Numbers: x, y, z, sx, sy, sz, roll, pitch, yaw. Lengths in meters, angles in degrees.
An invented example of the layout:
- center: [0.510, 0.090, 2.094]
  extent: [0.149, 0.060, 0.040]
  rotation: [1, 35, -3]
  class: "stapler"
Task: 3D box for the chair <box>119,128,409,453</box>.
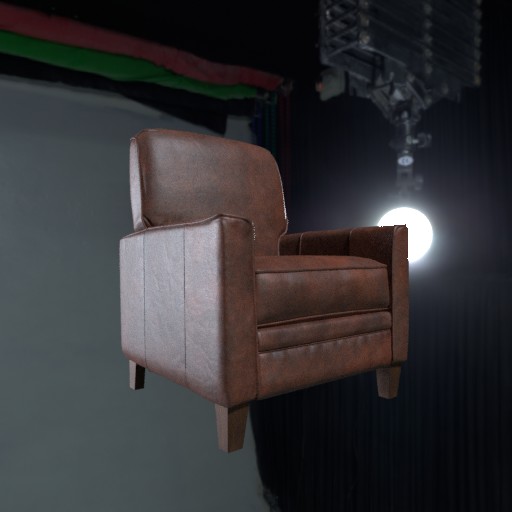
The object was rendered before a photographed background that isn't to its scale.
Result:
- center: [0.000, 0.000, 1.689]
  extent: [0.843, 1.043, 0.836]
  rotation: [-1, 1, -37]
  class: "chair"
